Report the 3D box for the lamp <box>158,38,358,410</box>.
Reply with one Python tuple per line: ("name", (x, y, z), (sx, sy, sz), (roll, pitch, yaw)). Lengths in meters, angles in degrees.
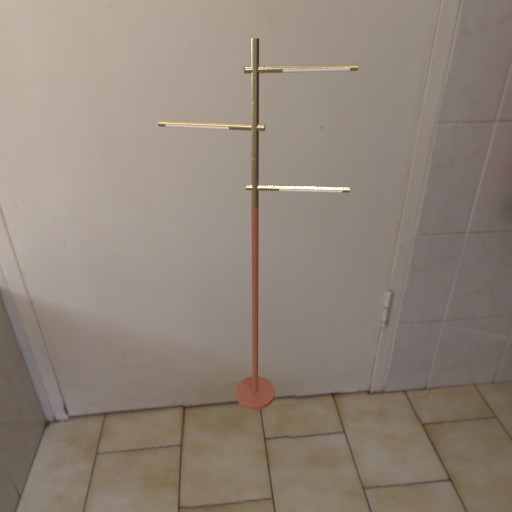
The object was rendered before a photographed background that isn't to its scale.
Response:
("lamp", (0.000, 0.000, 1.926), (0.737, 1.704, 0.209), (-2, 31, -3))
